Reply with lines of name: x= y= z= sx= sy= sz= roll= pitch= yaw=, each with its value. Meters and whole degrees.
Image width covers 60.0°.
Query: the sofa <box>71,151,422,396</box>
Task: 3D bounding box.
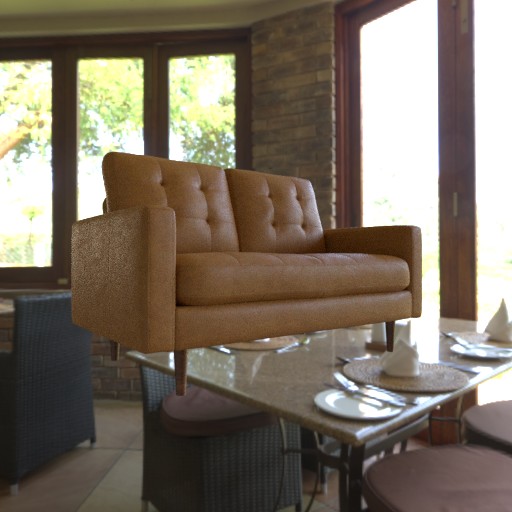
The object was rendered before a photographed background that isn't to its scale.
sofa: x=0.000 y=0.000 z=2.017 sx=1.430 sy=0.898 sz=0.868 roll=0 pitch=0 yaw=-37
